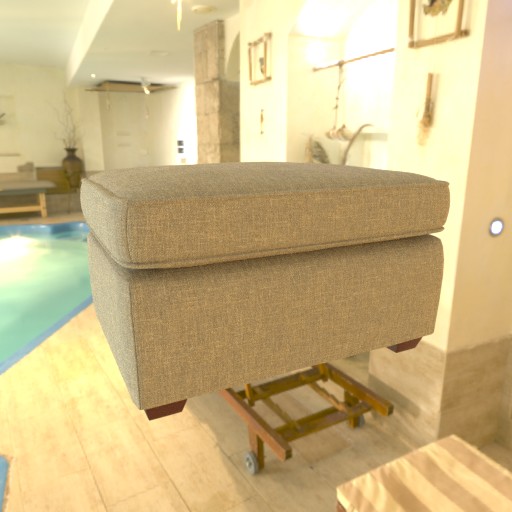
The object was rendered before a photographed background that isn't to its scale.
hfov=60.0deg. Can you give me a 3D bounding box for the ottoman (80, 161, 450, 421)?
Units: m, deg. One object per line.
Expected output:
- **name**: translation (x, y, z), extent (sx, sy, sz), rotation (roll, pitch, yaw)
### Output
- **ottoman**: translation (0.000, 0.000, 1.109), extent (0.762, 0.457, 0.559), rotation (-7, 16, -26)
